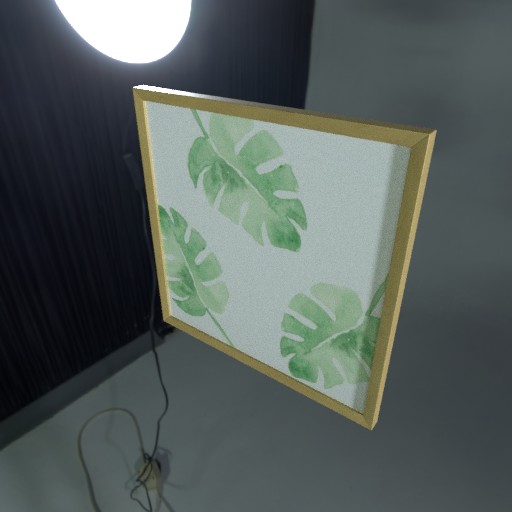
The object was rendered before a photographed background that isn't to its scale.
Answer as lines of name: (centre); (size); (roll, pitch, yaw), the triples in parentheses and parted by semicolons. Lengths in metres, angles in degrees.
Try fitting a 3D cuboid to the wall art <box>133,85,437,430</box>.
wall art: (0.000, 0.000, 1.155); (0.763, 0.763, 0.037); (20, 36, 30)
